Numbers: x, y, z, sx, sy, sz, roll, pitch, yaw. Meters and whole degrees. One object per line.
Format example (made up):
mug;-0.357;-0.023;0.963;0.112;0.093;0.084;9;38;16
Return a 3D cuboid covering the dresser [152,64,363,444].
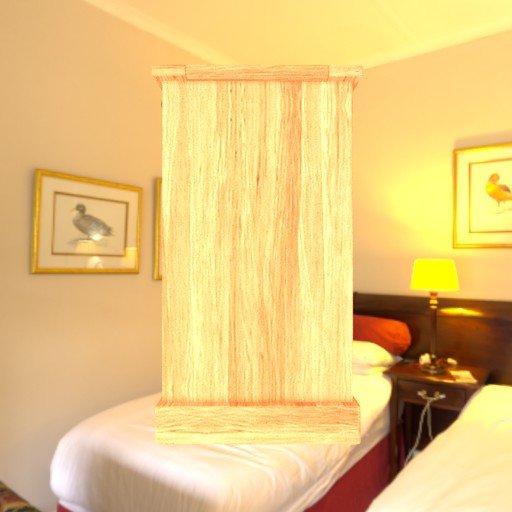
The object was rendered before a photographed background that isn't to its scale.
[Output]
dresser;0.000;0.000;1.352;0.410;0.740;0.990;0;-1;0
